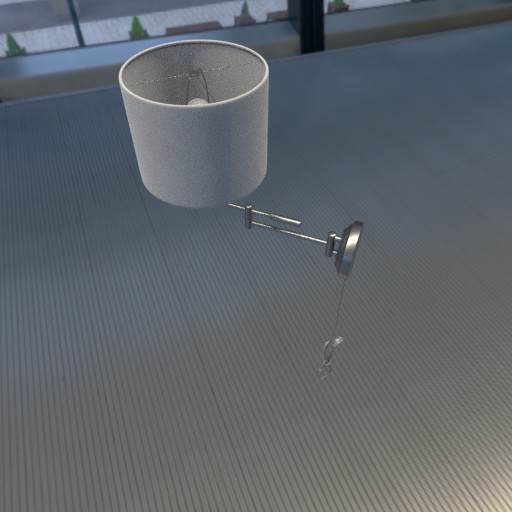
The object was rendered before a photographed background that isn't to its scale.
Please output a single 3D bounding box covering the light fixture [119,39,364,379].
[{"bbox_3d":[0.000,0.000,1.032,0.479,0.842,0.253,16,49,15],"label":"light fixture"}]
